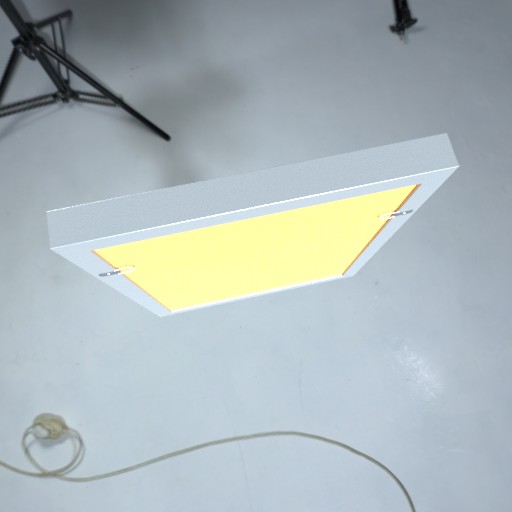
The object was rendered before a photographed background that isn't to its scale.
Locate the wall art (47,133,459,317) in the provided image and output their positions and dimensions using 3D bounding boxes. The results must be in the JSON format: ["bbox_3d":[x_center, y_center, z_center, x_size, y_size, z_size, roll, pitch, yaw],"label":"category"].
[{"bbox_3d":[0.000,0.000,0.513,0.308,0.379,0.030,-12,75,-3],"label":"wall art"}]
